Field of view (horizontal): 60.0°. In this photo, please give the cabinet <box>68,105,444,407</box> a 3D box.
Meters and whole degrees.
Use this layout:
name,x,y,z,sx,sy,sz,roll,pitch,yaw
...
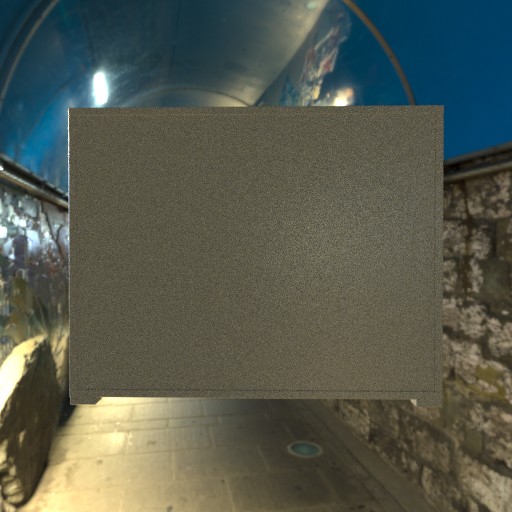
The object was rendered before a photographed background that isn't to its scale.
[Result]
name,x,y,z,sx,sy,sz,roll,pitch,yaw
cabinet,0.000,0.000,1.383,1.000,0.800,0.400,0,1,1
